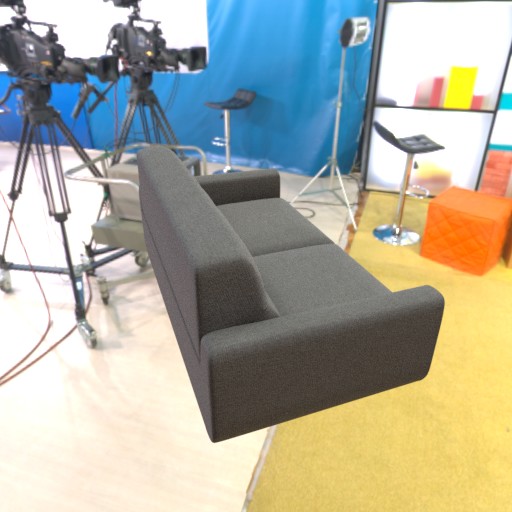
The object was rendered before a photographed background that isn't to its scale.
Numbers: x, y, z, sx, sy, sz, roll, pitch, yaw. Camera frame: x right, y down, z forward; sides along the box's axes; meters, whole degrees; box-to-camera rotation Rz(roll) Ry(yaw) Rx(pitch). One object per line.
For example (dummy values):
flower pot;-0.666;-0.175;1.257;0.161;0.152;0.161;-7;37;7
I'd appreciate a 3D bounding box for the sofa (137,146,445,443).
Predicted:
sofa;0.000;0.000;2.187;0.909;0.841;1.631;-10;30;-18
